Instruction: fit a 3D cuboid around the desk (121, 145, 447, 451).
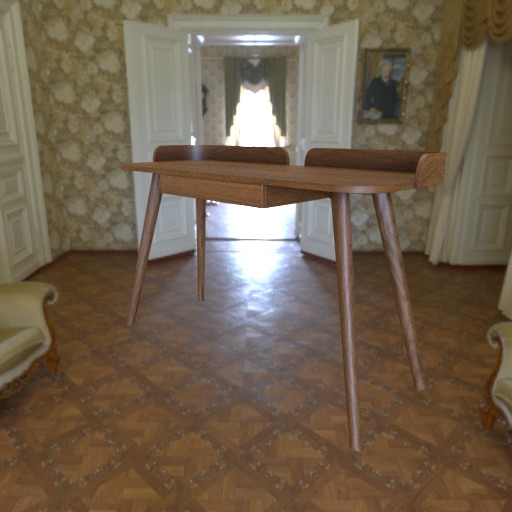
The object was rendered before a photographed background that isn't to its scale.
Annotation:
[{"bbox_3d":[0.000,0.000,1.701,1.256,0.800,0.486,14,21,42],"label":"desk"}]
